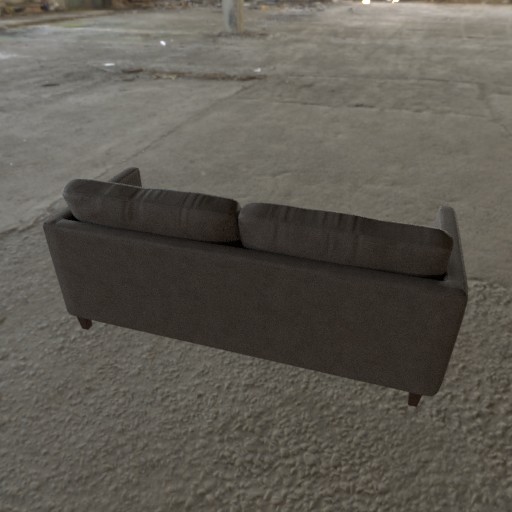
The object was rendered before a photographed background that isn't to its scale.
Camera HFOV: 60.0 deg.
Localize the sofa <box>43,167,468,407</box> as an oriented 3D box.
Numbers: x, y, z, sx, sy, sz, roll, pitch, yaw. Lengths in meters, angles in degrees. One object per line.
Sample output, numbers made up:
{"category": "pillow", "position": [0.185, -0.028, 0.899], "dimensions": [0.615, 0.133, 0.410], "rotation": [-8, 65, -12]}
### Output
{"category": "sofa", "position": [0.000, 0.000, 2.666], "dimensions": [2.208, 0.965, 0.951], "rotation": [9, 33, 15]}
